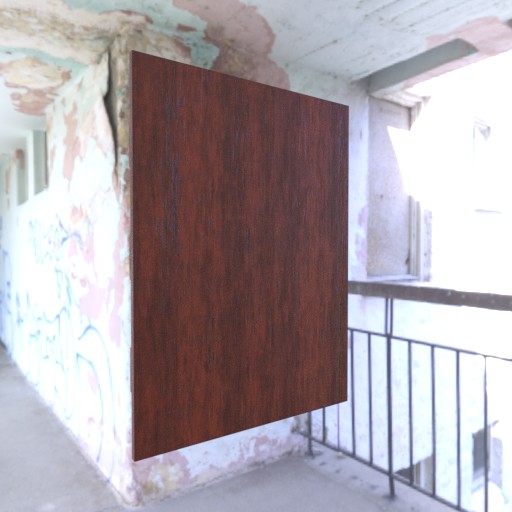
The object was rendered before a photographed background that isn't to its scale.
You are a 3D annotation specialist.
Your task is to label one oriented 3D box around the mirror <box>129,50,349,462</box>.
[{"bbox_3d":[0.000,0.000,1.046,0.600,0.805,0.021,-1,2,-35],"label":"mirror"}]
